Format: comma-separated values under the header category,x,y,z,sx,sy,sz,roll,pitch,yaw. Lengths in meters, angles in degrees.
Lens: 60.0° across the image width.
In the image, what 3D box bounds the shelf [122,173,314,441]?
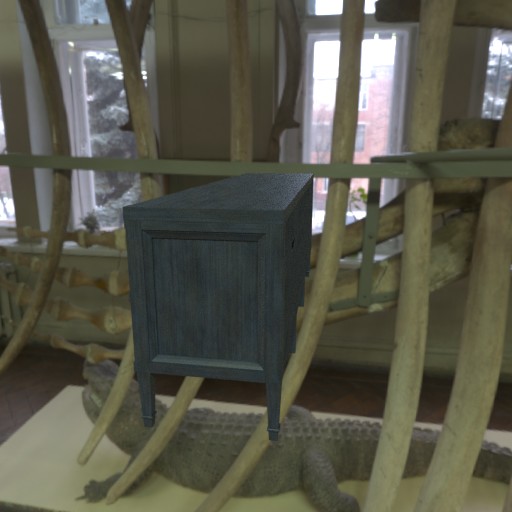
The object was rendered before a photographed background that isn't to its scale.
category,x,y,z,sx,sy,sz,roll,pitch,yaw
shelf,0.000,0.000,2.209,0.471,0.715,1.878,2,14,9
